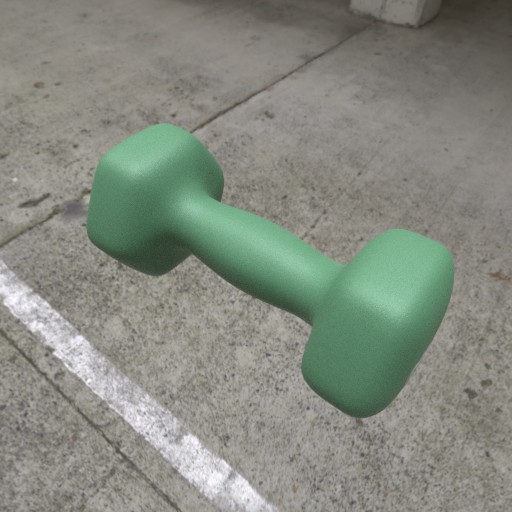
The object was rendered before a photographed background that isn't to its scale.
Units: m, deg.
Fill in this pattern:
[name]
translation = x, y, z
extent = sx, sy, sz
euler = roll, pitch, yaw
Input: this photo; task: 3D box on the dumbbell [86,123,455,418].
[dumbbell]
translation = 0.000, 0.000, 0.319
extent = 0.257, 0.114, 0.126
euler = 30, 53, 25
